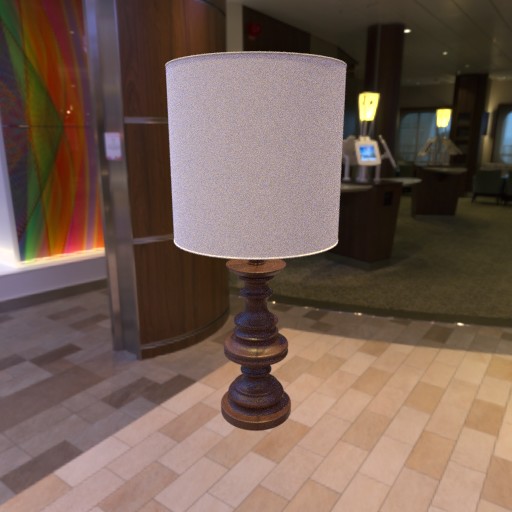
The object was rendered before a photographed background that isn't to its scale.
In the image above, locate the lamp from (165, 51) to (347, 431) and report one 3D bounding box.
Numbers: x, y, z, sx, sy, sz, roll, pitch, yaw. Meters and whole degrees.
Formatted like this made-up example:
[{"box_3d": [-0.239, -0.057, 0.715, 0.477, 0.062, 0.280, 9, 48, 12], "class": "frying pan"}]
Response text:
[{"box_3d": [0.000, 0.000, 0.578, 0.208, 0.455, 0.208, -3, 15, -10], "class": "lamp"}]
